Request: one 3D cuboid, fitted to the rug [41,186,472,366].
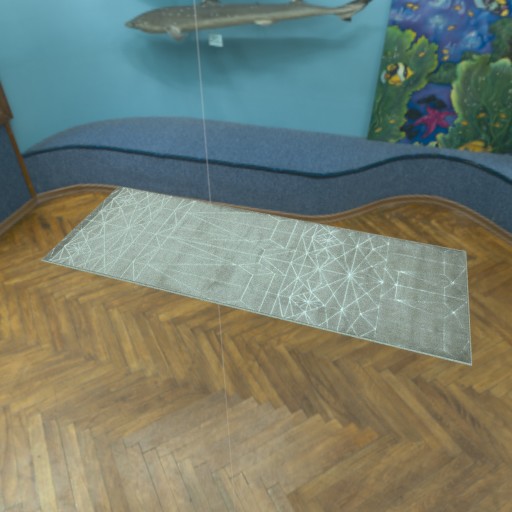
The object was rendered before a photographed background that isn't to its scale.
[{"bbox_3d":[0.000,0.000,2.648,2.388,0.012,0.864,12,42,14],"label":"rug"}]
